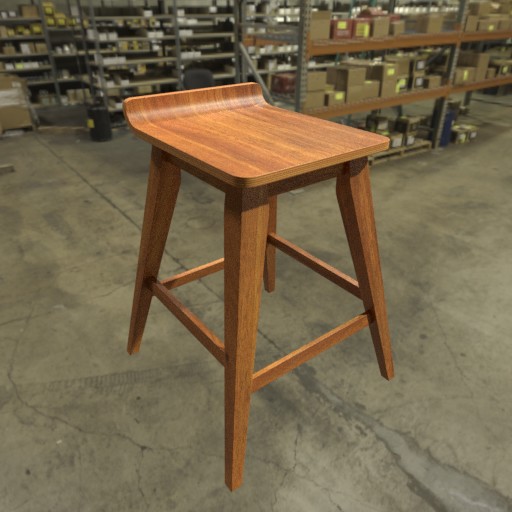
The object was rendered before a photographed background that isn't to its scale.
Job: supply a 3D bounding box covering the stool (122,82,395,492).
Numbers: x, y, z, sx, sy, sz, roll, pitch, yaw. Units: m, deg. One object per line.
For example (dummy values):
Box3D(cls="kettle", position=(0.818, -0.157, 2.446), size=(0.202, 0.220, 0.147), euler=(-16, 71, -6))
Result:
Box3D(cls="stool", position=(0.000, 0.000, 0.995), size=(0.500, 0.650, 0.500), euler=(-21, 36, -32))
